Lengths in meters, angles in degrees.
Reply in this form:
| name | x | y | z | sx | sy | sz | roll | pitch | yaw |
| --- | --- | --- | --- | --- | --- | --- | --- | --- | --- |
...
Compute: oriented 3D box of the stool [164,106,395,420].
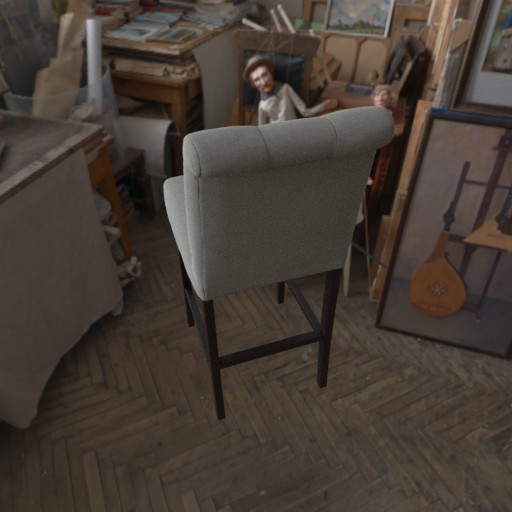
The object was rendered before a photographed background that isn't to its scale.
| name | x | y | z | sx | sy | sz | roll | pitch | yaw |
| --- | --- | --- | --- | --- | --- | --- | --- | --- | --- |
| stool | 0.000 | 0.000 | 1.469 | 0.493 | 1.140 | 0.601 | -13 | 42 | -14 |
